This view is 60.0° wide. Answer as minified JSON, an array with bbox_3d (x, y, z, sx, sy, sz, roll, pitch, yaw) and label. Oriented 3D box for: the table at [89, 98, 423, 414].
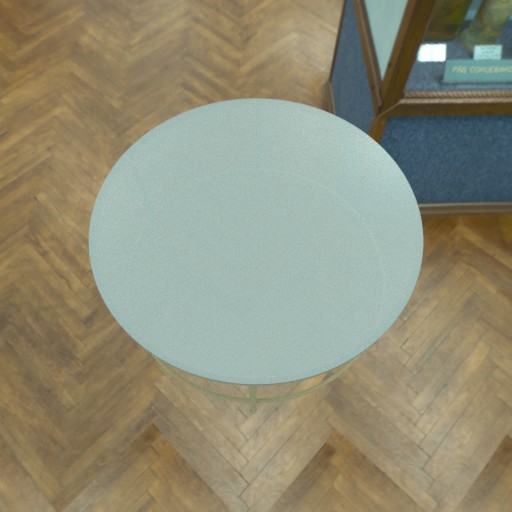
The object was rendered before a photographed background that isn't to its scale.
[{"bbox_3d":[0.000,0.000,1.437,0.914,0.470,0.914,0,63,0],"label":"table"}]
